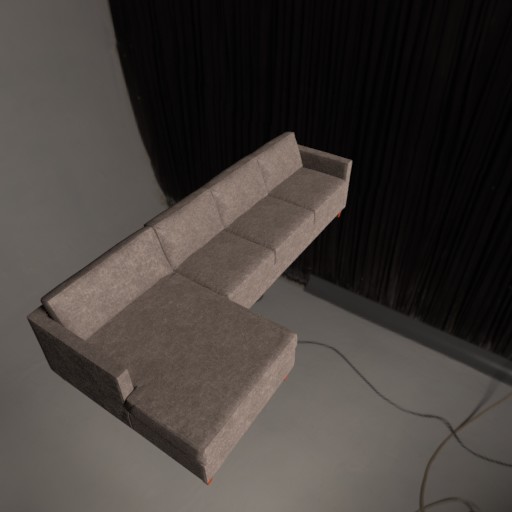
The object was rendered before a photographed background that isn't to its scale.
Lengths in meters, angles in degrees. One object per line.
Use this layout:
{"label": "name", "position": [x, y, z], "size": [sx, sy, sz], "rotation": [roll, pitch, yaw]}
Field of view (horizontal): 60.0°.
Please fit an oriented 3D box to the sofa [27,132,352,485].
{"label": "sofa", "position": [0.000, 0.000, 4.032], "size": [1.606, 0.954, 3.471], "rotation": [23, 45, 26]}
